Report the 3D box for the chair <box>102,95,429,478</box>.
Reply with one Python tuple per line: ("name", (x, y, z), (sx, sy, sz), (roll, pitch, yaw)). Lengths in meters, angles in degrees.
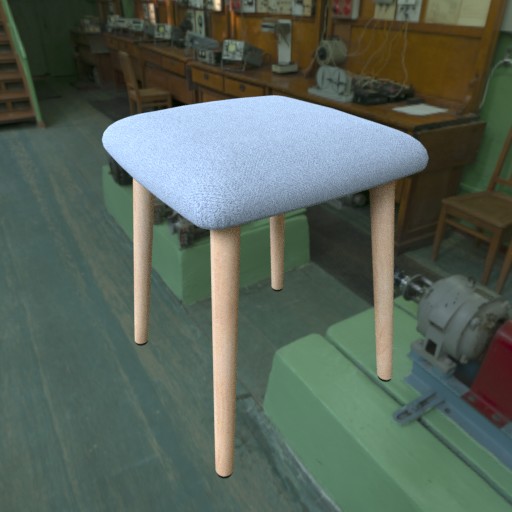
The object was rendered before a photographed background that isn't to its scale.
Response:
("chair", (0.000, 0.000, 0.700), (0.350, 0.440, 0.350), (-19, 36, -28))
